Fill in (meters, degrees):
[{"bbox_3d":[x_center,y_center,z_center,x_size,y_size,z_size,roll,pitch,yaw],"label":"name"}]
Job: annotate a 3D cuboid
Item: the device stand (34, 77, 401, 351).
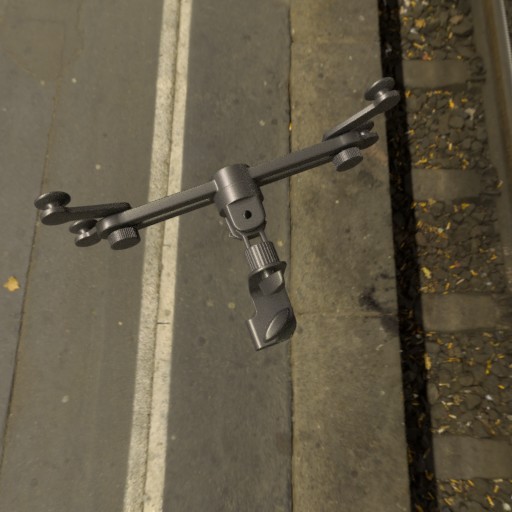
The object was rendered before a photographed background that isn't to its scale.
[{"bbox_3d":[0.000,0.000,0.369,0.270,0.166,0.142,-20,77,-5],"label":"device stand"}]
